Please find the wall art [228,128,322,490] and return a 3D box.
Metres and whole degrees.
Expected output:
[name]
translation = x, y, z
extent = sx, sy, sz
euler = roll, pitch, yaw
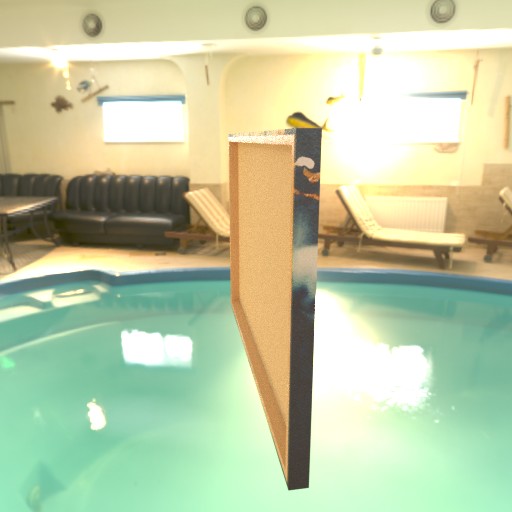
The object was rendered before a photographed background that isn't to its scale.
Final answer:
[wall art]
translation = 0.000, 0.000, 1.134
extent = 0.038, 0.608, 0.912
euler = -2, 15, -9
